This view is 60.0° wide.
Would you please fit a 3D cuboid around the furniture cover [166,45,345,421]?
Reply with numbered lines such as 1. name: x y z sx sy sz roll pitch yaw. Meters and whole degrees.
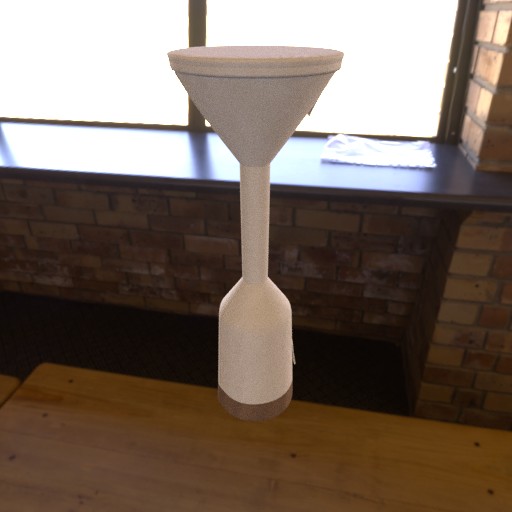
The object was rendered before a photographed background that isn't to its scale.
1. furniture cover: 0.000 0.000 2.862 0.914 2.413 0.914 -10 30 -18
